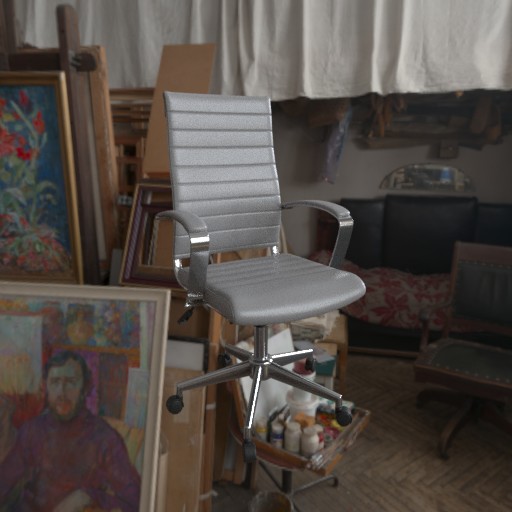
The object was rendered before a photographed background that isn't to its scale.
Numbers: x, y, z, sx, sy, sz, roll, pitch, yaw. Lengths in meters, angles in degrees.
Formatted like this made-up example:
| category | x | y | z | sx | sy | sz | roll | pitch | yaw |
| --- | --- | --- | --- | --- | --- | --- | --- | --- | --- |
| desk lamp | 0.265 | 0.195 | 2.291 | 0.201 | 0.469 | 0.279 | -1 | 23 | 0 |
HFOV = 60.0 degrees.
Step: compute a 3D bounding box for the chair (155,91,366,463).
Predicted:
| category | x | y | z | sx | sy | sz | roll | pitch | yaw |
| --- | --- | --- | --- | --- | --- | --- | --- | --- | --- |
| chair | 0.000 | 0.000 | 1.596 | 0.679 | 1.149 | 0.667 | -8 | 17 | -28 |
